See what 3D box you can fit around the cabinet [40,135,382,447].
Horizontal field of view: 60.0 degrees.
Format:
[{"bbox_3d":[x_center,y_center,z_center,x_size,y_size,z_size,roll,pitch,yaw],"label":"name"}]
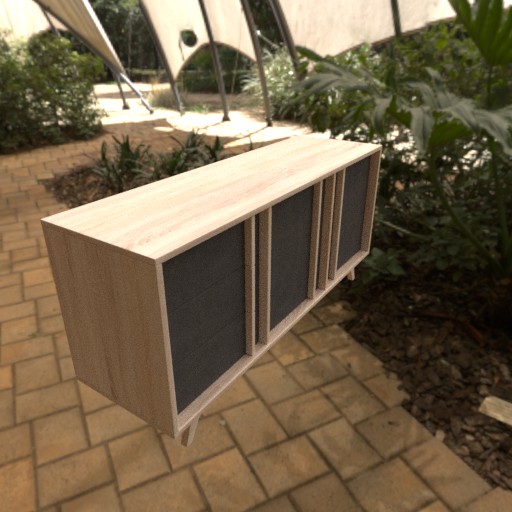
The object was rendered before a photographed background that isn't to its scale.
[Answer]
[{"bbox_3d":[0.000,0.000,2.032,0.500,0.780,1.650,16,30,30],"label":"cabinet"}]
